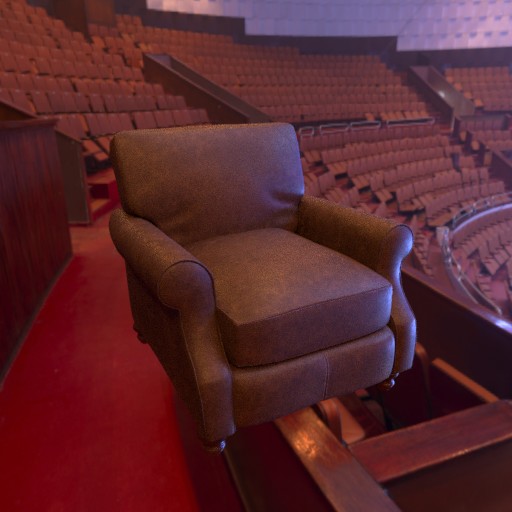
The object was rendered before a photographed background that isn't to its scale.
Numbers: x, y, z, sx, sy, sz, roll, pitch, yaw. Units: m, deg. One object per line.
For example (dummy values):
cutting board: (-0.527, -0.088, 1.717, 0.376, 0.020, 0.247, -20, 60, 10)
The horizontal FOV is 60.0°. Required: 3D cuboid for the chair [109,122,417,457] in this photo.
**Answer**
chair: (0.000, 0.000, 1.737, 0.996, 0.976, 1.002, -10, 21, -27)
